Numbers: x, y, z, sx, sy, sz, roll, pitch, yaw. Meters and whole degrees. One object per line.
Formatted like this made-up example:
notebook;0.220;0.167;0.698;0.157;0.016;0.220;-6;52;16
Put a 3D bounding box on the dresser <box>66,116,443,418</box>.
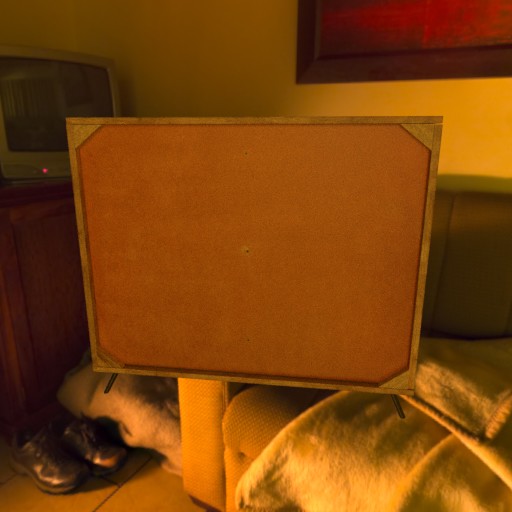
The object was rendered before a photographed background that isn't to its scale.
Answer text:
dresser;0.000;0.000;1.436;0.967;0.847;0.446;2;16;8
